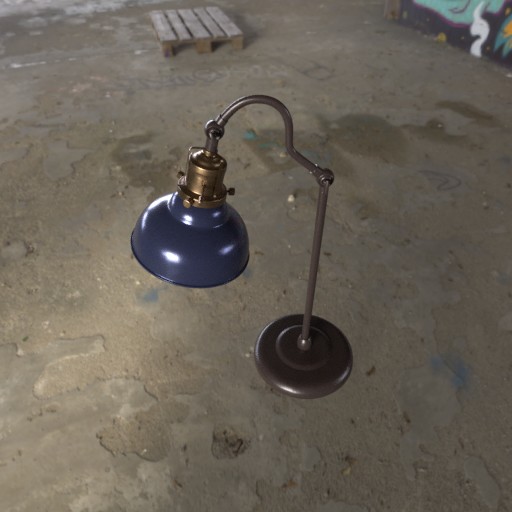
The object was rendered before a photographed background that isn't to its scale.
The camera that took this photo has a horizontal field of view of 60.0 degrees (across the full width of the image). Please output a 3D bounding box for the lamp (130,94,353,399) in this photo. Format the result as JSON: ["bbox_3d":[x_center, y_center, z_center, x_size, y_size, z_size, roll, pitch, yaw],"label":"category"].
[{"bbox_3d":[0.000,0.000,0.695,0.374,0.508,0.192,0,41,0],"label":"lamp"}]
